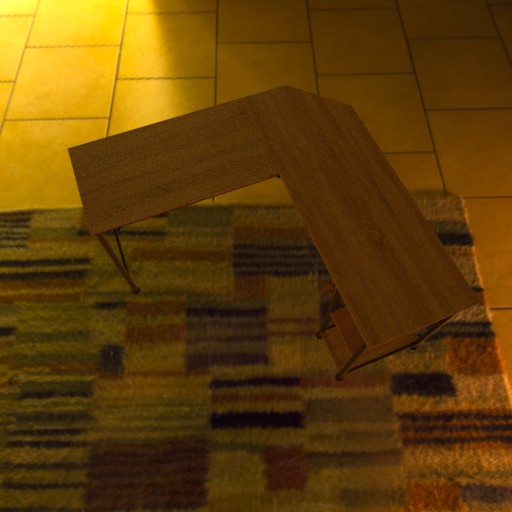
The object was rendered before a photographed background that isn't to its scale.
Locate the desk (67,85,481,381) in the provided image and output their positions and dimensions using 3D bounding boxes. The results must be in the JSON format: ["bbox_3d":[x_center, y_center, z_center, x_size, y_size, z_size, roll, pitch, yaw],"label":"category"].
[{"bbox_3d":[0.000,0.000,2.265,1.379,0.739,1.379,-20,66,-9],"label":"desk"}]
